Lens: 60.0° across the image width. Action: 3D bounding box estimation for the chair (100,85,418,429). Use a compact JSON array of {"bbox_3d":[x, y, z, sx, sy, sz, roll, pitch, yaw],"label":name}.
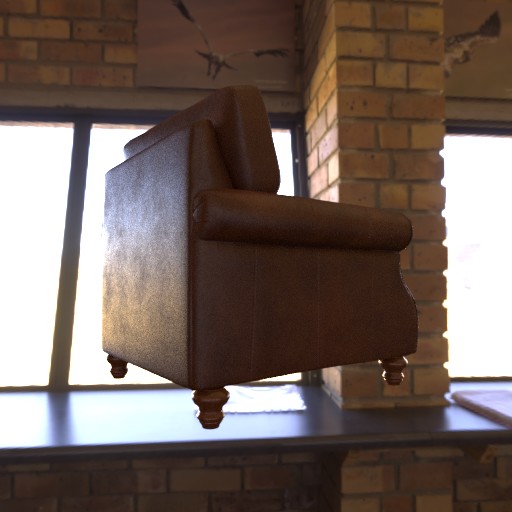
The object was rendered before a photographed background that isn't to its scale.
[{"bbox_3d":[0.000,0.000,1.755,0.992,0.972,0.989,2,-3,-36],"label":"chair"}]
